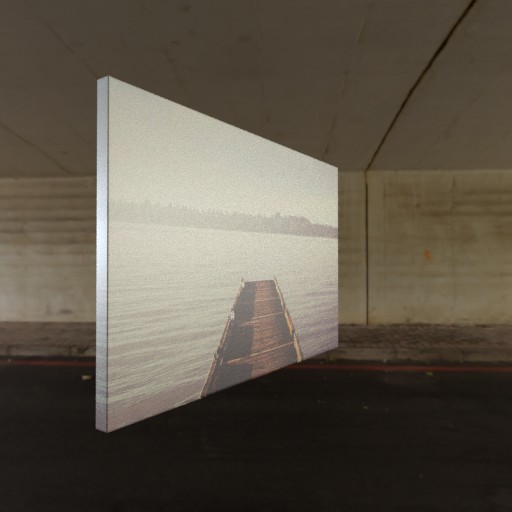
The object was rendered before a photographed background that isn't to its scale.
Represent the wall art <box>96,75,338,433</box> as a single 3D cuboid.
[{"bbox_3d":[0.000,0.000,0.763,0.021,0.410,0.615,0,-1,35],"label":"wall art"}]
